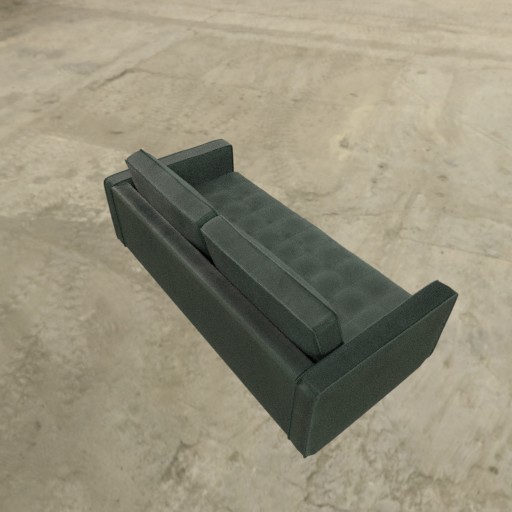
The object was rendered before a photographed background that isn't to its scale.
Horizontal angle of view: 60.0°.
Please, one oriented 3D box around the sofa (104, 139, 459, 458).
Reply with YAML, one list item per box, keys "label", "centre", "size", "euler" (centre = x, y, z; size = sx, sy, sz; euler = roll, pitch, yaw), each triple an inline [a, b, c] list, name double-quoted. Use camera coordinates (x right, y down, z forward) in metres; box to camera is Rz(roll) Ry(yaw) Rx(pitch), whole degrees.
- label: "sofa"
  centre: [0.000, 0.000, 2.361]
  size: [0.886, 0.781, 1.816]
  euler: [-27, 48, -27]
